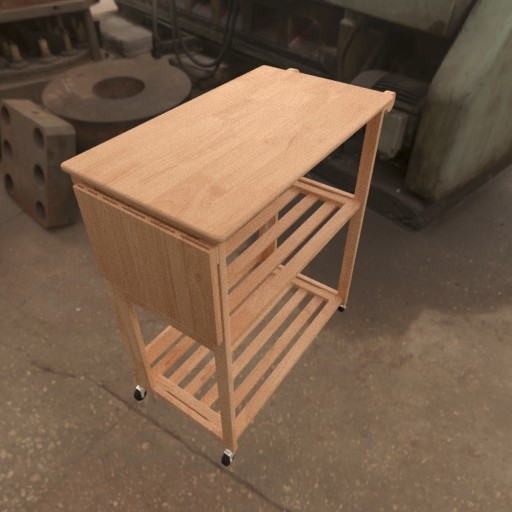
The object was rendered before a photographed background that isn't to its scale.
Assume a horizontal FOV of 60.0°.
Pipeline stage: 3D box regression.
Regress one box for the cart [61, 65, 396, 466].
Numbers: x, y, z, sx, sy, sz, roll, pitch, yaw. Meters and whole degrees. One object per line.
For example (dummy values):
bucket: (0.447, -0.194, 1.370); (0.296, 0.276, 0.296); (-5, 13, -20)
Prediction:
cart: (0.000, 0.000, 1.370); (0.432, 0.879, 0.853); (25, 47, 26)
